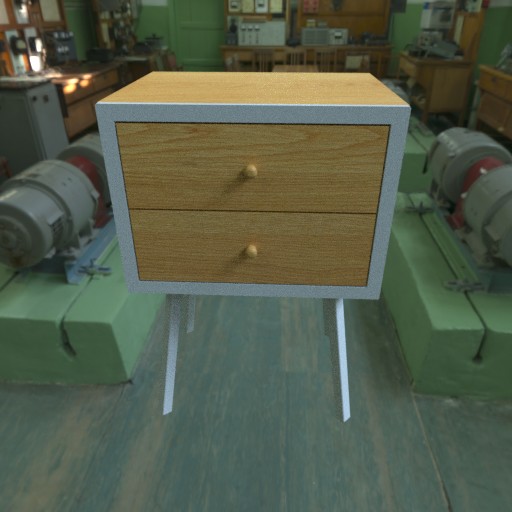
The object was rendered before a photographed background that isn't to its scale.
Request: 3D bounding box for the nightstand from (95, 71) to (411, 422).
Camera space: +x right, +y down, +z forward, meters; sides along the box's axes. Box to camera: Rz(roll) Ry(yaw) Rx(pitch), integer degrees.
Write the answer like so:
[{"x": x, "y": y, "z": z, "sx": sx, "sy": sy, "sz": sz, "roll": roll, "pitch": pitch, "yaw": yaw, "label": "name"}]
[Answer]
[{"x": 0.000, "y": 0.000, "z": 0.831, "sx": 0.400, "sy": 0.601, "sz": 0.316, "roll": 1, "pitch": 30, "yaw": 2, "label": "nightstand"}]
